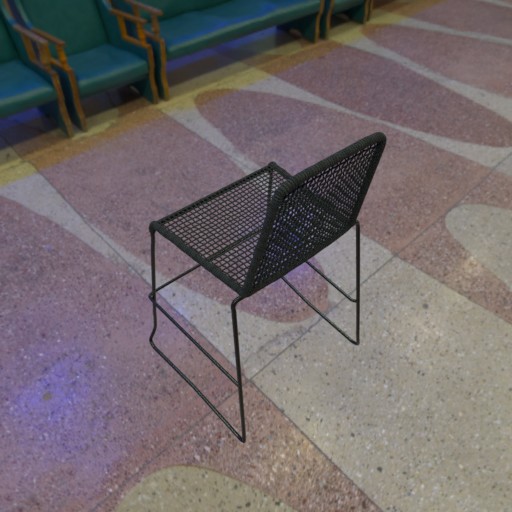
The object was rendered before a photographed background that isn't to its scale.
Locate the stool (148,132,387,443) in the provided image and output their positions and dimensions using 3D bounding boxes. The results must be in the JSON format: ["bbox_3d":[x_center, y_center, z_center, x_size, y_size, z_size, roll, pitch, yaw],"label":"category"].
[{"bbox_3d":[0.000,0.000,1.277,0.590,0.905,0.509,-32,54,-27],"label":"stool"}]
